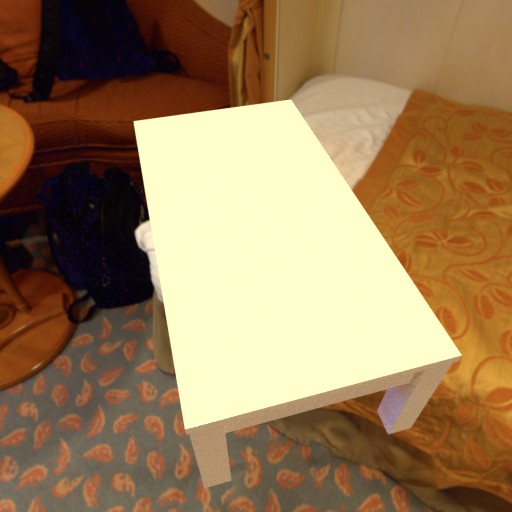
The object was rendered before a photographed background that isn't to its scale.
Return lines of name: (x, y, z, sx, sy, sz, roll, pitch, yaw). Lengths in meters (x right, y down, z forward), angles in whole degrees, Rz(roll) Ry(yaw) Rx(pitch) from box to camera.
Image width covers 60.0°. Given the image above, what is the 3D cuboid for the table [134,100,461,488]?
table: (0.000, 0.000, 1.663, 0.700, 0.470, 1.350, -11, 48, -10)
